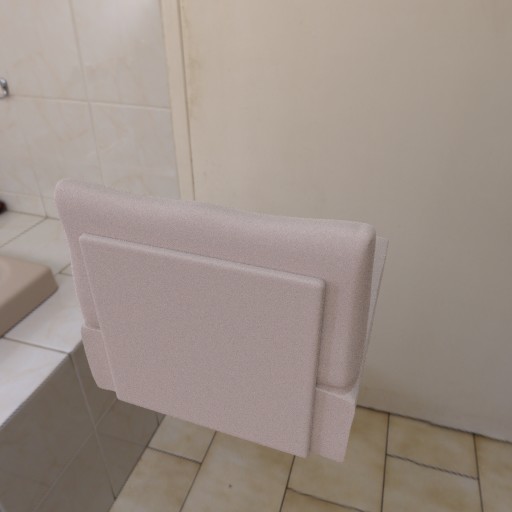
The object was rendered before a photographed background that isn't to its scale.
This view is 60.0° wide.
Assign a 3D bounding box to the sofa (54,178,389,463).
[{"bbox_3d":[0.000,0.000,1.690,0.935,0.828,1.000,11,33,17],"label":"sofa"}]
